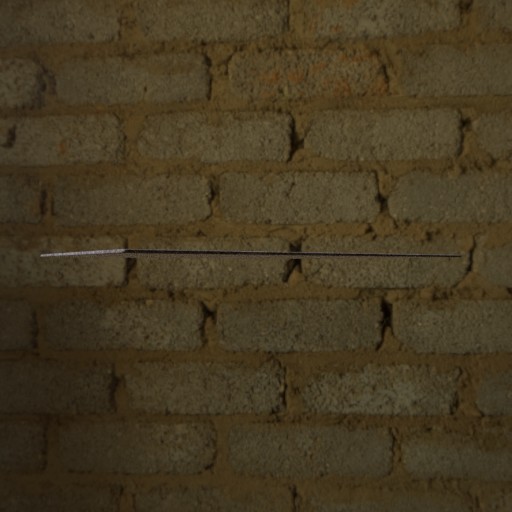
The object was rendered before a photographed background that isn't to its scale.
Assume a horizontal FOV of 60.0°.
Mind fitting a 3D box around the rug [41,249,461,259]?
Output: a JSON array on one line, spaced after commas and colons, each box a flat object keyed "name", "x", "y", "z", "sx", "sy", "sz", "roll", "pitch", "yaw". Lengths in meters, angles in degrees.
[{"name": "rug", "x": 0.000, "y": 0.000, "z": 2.192, "sx": 1.752, "sy": 0.013, "sz": 1.158, "roll": 1, "pitch": -1, "yaw": -36}]
